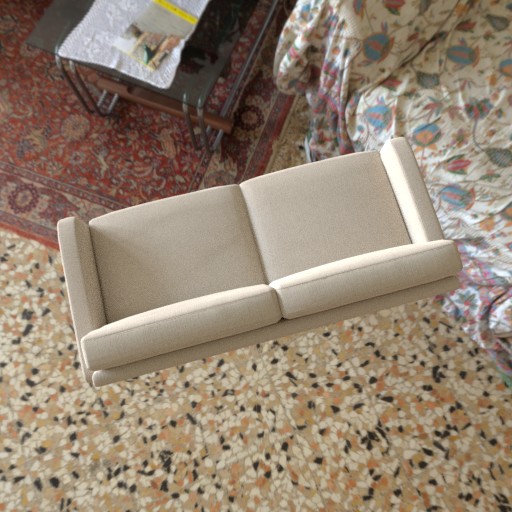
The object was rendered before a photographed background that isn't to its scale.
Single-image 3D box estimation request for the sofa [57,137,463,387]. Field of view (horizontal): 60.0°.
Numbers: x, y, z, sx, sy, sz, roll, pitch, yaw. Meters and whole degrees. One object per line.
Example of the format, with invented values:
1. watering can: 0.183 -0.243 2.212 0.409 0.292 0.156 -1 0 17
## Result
1. sofa: 0.000 0.000 2.242 1.808 0.831 0.894 -14 75 -4
